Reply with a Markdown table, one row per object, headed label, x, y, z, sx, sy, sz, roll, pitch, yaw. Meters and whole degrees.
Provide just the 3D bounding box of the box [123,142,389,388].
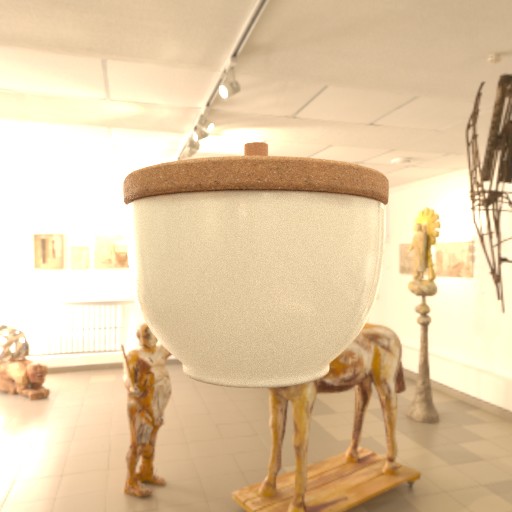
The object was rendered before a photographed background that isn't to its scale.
| label | x | y | z | sx | sy | sz | roll | pitch | yaw |
| --- | --- | --- | --- | --- | --- | --- | --- | --- | --- |
| box | 0.000 | 0.000 | 0.187 | 0.107 | 0.094 | 0.107 | 0 | 0 | 0 |
